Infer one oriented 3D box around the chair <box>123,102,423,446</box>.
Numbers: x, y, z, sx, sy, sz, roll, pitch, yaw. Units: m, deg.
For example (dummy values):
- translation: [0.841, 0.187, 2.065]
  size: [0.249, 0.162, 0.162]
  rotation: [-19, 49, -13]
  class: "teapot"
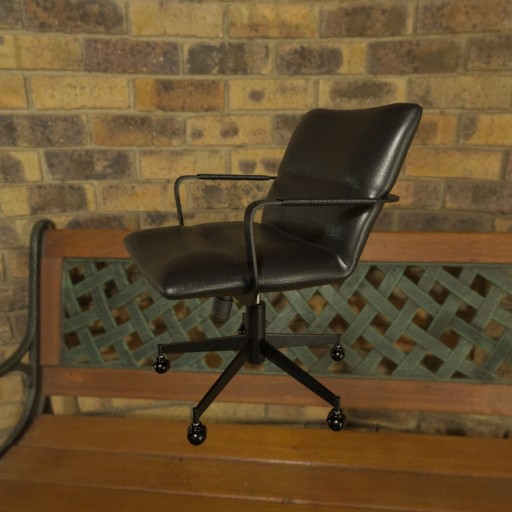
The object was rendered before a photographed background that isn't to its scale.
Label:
- translation: [0.000, 0.000, 1.416]
  size: [0.748, 0.922, 0.719]
  rotation: [-8, 18, -24]
  class: "chair"
